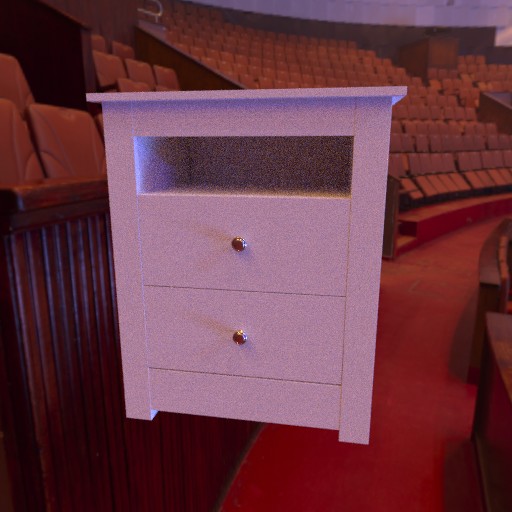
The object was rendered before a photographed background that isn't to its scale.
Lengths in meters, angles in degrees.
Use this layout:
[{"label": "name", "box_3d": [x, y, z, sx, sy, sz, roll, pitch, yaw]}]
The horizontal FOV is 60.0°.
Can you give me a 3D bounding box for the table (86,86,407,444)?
[{"label": "table", "box_3d": [0.000, 0.000, 1.073, 0.589, 0.711, 0.406, 2, 14, 10]}]
